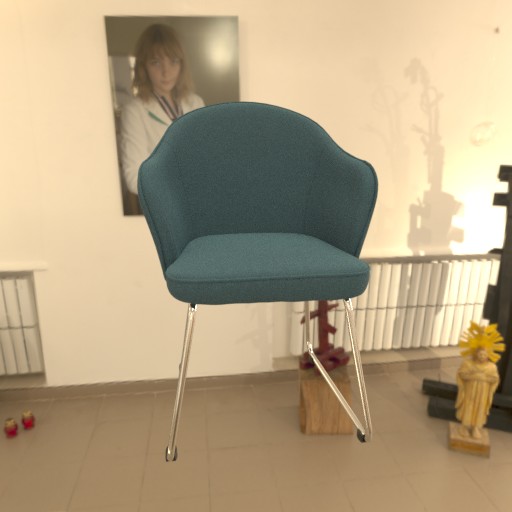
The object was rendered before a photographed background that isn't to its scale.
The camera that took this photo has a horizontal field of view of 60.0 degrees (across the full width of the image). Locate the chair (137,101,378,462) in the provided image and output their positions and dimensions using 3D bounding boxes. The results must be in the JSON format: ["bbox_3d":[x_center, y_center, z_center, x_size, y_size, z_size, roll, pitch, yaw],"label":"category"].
[{"bbox_3d":[0.000,0.000,1.176,0.570,0.815,0.585,-2,15,-8],"label":"chair"}]
